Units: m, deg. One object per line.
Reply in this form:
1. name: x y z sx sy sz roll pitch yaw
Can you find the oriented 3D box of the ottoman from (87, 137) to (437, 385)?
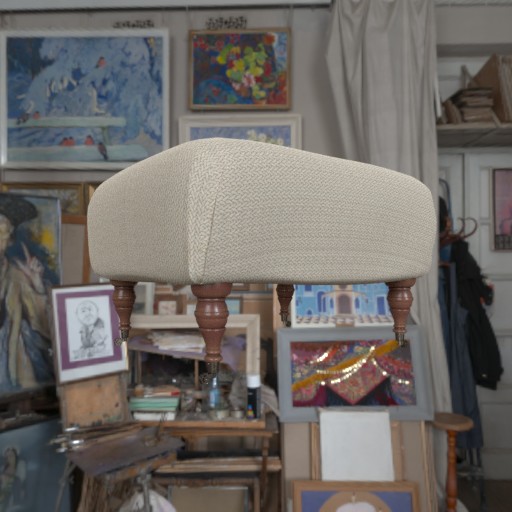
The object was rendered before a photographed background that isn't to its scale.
1. ottoman: 0.000 0.000 1.096 0.684 0.447 0.622 1 -1 -36
